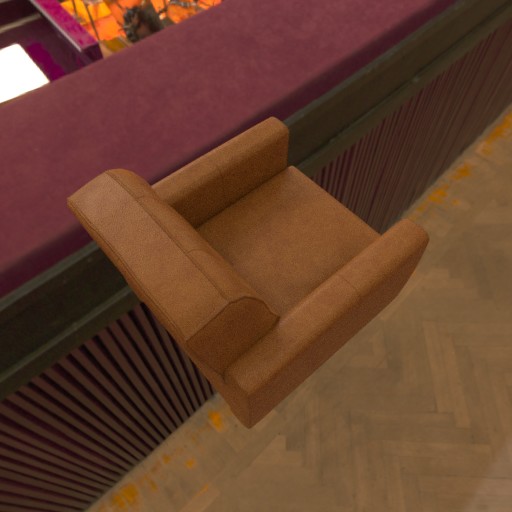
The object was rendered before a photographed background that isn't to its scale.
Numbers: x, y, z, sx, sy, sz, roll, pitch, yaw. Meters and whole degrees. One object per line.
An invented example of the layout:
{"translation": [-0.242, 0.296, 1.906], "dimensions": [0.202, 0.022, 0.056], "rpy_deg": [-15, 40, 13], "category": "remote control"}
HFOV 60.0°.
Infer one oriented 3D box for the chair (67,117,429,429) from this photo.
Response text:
{"translation": [0.000, 0.000, 1.664], "dimensions": [0.942, 0.968, 0.845], "rpy_deg": [-36, 64, -21], "category": "chair"}
